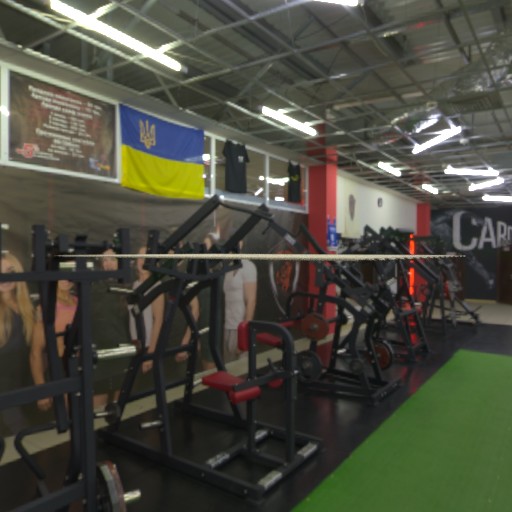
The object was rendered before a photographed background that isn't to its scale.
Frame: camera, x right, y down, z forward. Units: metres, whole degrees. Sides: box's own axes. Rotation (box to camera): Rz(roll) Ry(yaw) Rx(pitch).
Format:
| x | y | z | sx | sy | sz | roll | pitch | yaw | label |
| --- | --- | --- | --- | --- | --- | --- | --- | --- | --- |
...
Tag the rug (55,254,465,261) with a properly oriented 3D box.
| x | y | z | sx | sy | sz | roll | pitch | yaw | label |
| --- | --- | --- | --- | --- | --- | --- | --- | --- | --- |
| 0.000 | 0.000 | 2.345 | 1.802 | 0.008 | 1.247 | 1 | 1 | 37 | rug |
